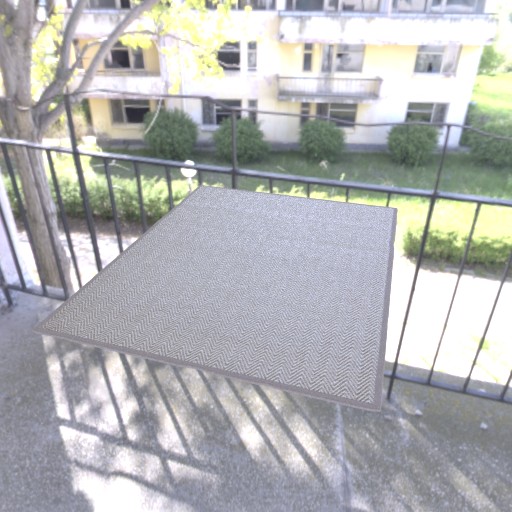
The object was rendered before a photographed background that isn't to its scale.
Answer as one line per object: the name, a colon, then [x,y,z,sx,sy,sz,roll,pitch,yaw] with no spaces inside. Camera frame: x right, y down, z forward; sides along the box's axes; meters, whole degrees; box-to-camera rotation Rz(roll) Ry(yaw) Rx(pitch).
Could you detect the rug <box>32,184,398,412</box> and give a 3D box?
rug: [0.000,0.000,4.095,2.434,0.032,3.007,9,31,15]
